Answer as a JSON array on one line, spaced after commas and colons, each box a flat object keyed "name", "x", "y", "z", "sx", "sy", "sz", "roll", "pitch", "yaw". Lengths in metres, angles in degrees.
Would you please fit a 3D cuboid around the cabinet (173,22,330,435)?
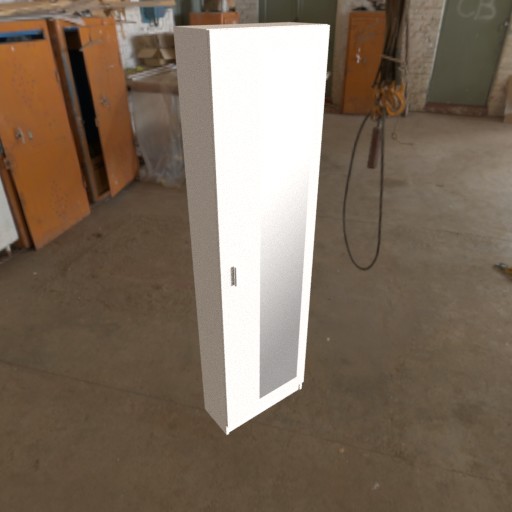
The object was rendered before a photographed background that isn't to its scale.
[{"name": "cabinet", "x": 0.000, "y": 0.000, "z": 1.938, "sx": 0.500, "sy": 1.790, "sz": 0.230, "roll": -21, "pitch": 36, "yaw": -32}]
